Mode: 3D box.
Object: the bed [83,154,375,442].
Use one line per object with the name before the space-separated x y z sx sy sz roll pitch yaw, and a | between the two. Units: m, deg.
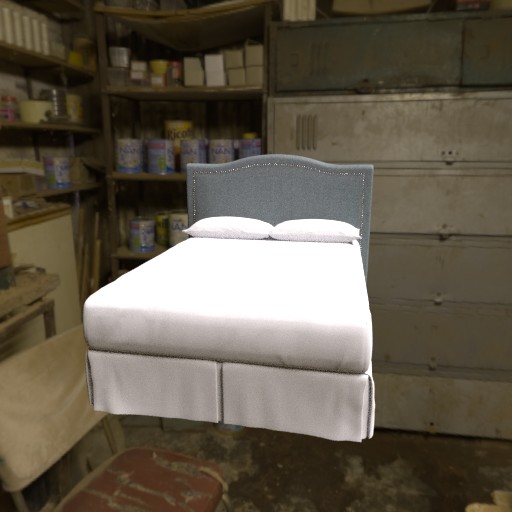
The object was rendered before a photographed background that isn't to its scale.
bed | 0.000 0.000 3.304 1.753 1.460 2.143 3 14 11
